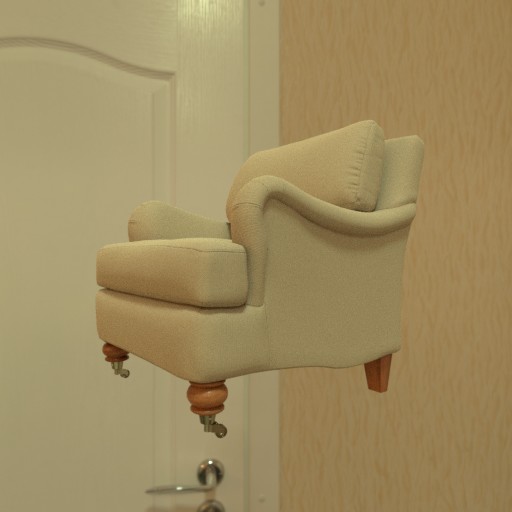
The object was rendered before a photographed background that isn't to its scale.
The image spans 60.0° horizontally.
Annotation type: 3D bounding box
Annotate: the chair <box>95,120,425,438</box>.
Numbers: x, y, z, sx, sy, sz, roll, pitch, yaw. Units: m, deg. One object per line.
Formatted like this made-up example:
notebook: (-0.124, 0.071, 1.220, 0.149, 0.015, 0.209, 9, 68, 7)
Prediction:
chair: (0.000, 0.000, 1.818, 1.070, 1.038, 0.955, 0, 1, -37)
